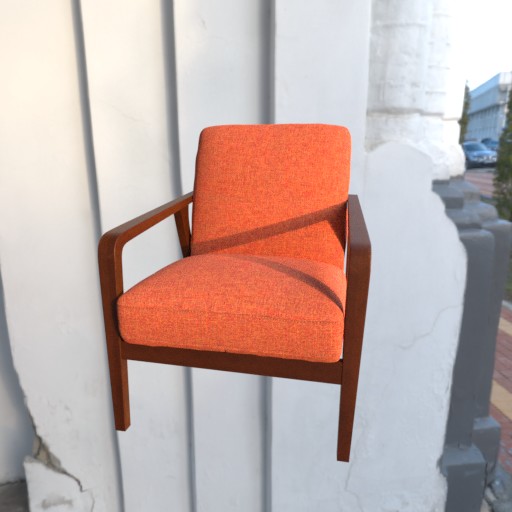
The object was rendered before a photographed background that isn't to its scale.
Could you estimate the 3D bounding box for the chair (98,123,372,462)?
[{"bbox_3d":[0.000,0.000,1.517,0.719,0.890,0.860,3,15,11],"label":"chair"}]
